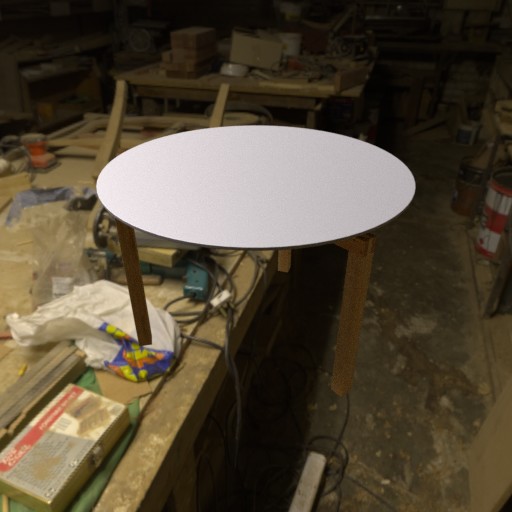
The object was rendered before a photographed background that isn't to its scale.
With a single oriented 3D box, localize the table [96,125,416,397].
[{"bbox_3d":[0.000,0.000,0.978,0.600,0.405,0.600,0,32,0],"label":"table"}]
